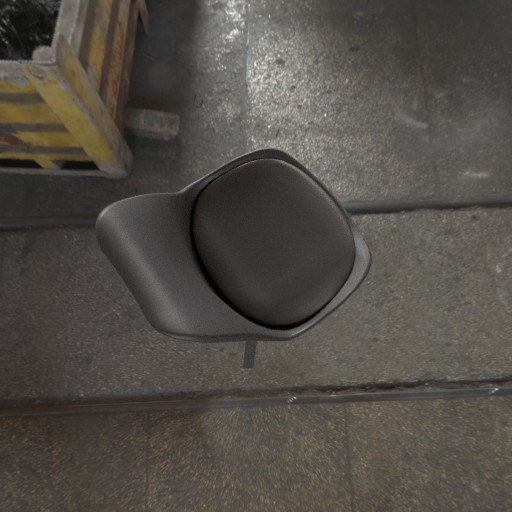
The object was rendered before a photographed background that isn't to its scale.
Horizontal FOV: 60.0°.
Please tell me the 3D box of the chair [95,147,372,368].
[{"bbox_3d":[0.000,0.000,1.192,0.550,0.850,0.485,-35,78,-9],"label":"chair"}]
